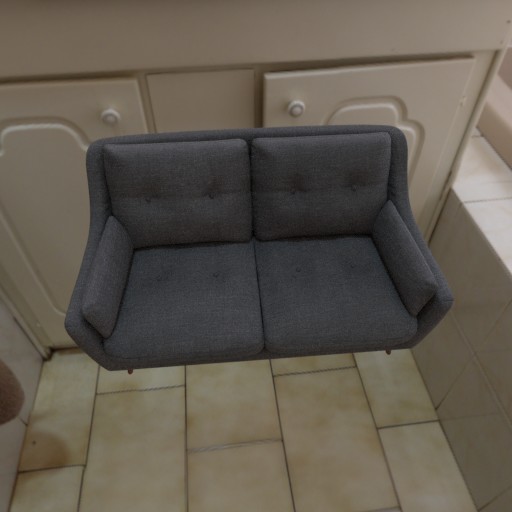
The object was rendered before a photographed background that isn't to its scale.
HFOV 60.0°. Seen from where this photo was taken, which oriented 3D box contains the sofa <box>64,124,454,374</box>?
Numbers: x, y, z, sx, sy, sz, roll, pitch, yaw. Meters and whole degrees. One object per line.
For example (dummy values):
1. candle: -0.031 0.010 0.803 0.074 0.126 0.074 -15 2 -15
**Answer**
1. sofa: 0.000 0.000 2.198 1.646 0.887 0.976 -4 47 -3
